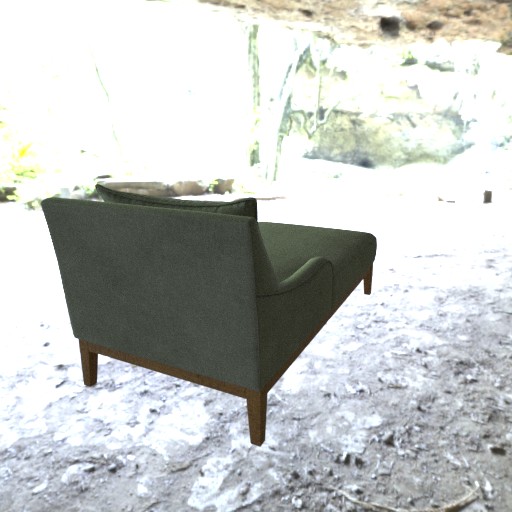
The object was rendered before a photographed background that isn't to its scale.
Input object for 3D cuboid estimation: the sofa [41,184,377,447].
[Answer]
[{"bbox_3d":[0.000,0.000,2.301,0.894,0.859,1.779,8,18,26],"label":"sofa"}]
